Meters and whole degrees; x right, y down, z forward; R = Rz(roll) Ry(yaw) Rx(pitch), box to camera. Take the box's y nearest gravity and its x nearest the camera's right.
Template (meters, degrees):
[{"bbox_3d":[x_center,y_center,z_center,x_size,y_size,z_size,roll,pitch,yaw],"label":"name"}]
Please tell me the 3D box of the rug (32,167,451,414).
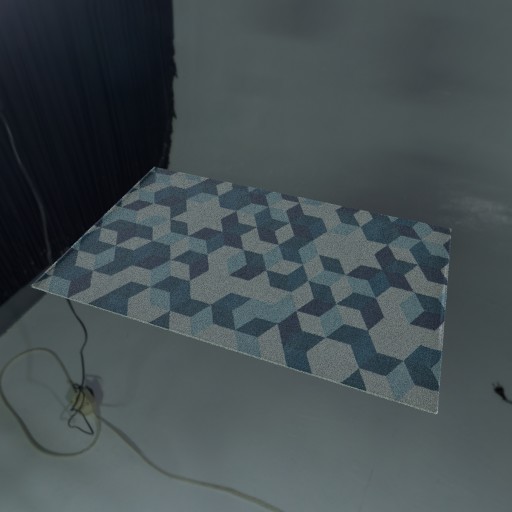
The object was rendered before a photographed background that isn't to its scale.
[{"bbox_3d":[0.000,0.000,2.985,2.438,0.015,1.518,14,44,15],"label":"rug"}]
